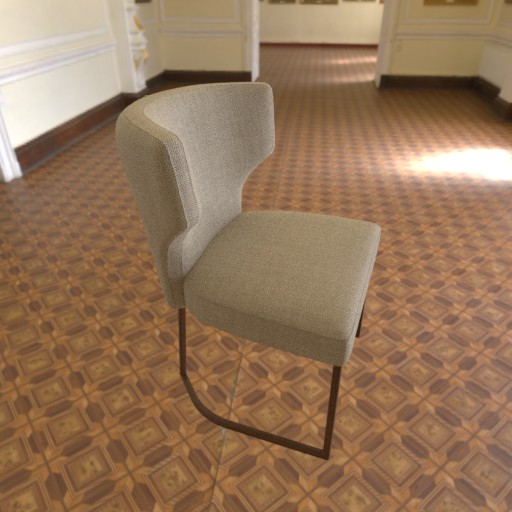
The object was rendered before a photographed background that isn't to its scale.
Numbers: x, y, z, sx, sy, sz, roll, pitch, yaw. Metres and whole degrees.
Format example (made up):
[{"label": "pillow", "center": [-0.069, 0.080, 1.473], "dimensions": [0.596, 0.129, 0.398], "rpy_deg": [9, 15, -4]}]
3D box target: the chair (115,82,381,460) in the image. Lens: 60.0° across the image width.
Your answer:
[{"label": "chair", "center": [0.000, 0.000, 1.223], "dimensions": [0.617, 0.824, 0.611], "rpy_deg": [11, 33, 17]}]
